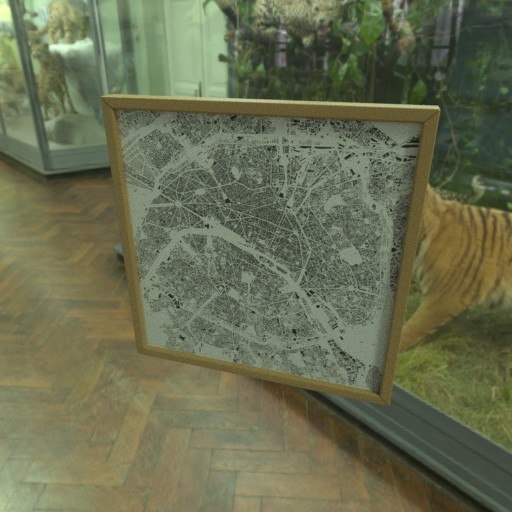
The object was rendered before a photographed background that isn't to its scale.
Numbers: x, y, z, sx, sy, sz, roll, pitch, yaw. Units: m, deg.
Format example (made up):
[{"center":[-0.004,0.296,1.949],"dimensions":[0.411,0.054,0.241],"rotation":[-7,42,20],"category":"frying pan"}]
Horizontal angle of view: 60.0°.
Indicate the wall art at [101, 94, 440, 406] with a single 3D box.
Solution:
[{"center":[0.000,0.000,0.765],"dimensions":[0.509,0.509,0.036],"rotation":[8,27,15],"category":"wall art"}]
